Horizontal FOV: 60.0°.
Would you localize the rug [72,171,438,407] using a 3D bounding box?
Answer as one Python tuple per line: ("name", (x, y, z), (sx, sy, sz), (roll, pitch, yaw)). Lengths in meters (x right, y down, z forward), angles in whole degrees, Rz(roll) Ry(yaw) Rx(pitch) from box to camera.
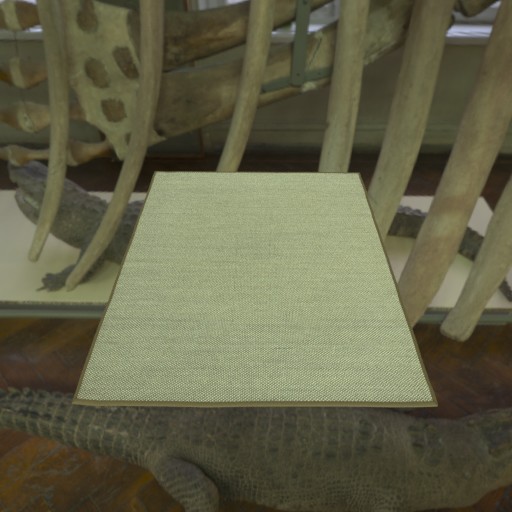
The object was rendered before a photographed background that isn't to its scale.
("rug", (0.000, 0.000, 4.042), (2.413, 0.020, 3.041), (0, 41, 0))
